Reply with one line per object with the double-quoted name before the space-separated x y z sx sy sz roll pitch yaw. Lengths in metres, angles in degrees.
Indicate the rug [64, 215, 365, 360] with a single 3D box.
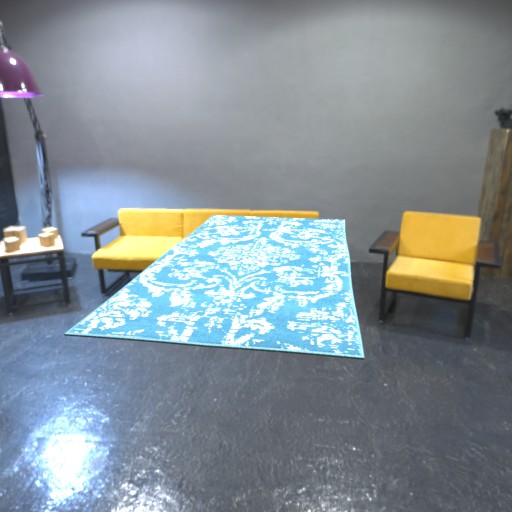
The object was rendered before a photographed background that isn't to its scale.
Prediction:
"rug" 0.000 0.000 1.439 0.604 0.007 1.219 3 17 9
